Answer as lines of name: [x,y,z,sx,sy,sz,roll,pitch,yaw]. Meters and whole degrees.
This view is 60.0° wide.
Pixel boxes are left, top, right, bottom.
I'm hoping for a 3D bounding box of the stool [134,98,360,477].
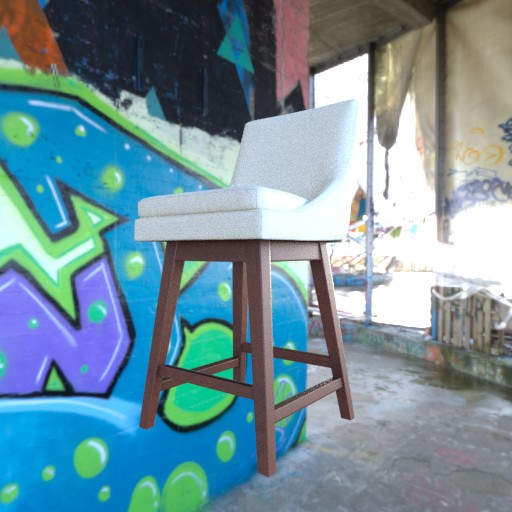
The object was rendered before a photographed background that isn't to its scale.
stool: [0.000,0.000,1.341,0.469,0.991,0.559,1,1,38]
